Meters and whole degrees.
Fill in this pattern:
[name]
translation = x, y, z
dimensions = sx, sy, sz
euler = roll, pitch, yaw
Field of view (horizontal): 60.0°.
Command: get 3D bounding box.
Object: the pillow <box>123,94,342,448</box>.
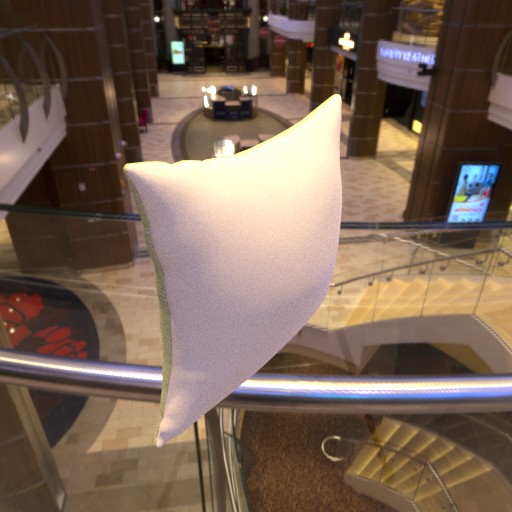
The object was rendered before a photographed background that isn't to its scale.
[pillow]
translation = 0.000, 0.000, 0.807
dimensions = 0.229, 0.487, 0.560
euler = 21, 37, 30
